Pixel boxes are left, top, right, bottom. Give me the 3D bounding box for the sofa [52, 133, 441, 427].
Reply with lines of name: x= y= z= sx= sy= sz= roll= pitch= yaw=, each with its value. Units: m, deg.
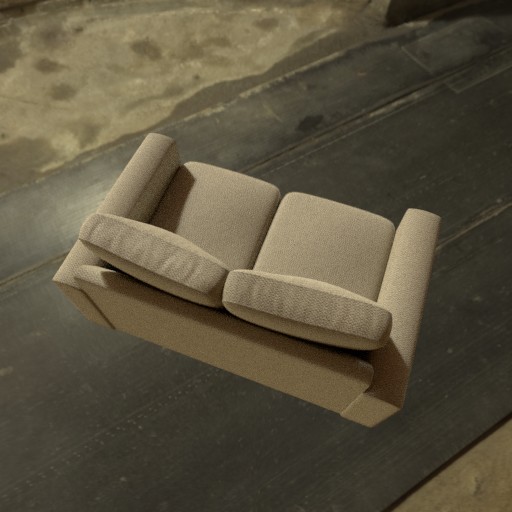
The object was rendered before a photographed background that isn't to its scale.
sofa: x=0.000 y=0.000 z=2.208 sx=1.616 sy=0.873 sz=1.016 roll=18 pitch=63 yaw=10
